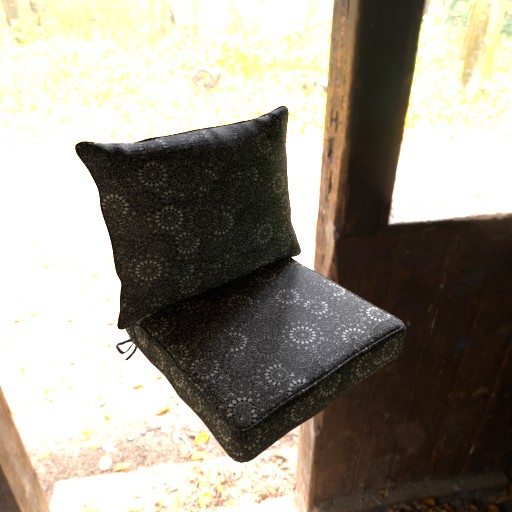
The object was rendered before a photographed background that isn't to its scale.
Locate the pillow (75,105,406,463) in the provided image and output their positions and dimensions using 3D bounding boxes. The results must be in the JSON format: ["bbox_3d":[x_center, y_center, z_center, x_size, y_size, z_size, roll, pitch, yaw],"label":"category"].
[{"bbox_3d":[0.000,0.000,1.365,0.798,0.722,0.740,-22,36,-33],"label":"pillow"}]
